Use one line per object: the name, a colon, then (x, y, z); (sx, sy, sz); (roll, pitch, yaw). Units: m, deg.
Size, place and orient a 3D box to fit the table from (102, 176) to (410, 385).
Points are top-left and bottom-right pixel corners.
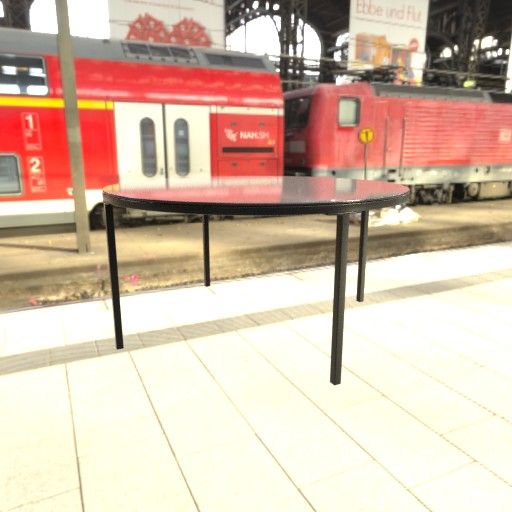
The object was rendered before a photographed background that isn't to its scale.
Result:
table: (0.000, 0.000, 1.260); (0.800, 0.400, 0.800); (0, 14, 0)
